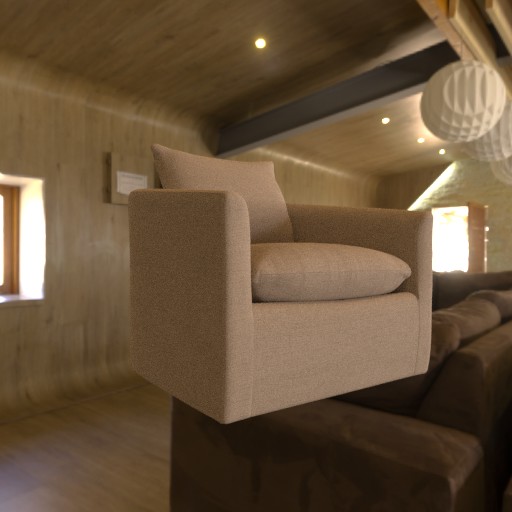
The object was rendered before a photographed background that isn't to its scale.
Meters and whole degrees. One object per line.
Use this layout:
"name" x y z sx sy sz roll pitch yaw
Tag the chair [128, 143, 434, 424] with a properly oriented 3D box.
"chair" 0.000 0.000 1.610 0.845 0.848 0.910 0 0 -36
